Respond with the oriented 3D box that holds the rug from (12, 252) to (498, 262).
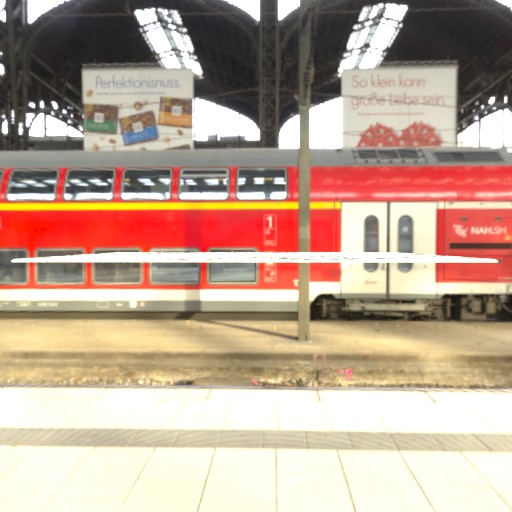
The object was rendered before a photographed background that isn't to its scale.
[{"bbox_3d":[0.000,0.000,2.816,2.275,0.014,1.514,0,2,0],"label":"rug"}]
